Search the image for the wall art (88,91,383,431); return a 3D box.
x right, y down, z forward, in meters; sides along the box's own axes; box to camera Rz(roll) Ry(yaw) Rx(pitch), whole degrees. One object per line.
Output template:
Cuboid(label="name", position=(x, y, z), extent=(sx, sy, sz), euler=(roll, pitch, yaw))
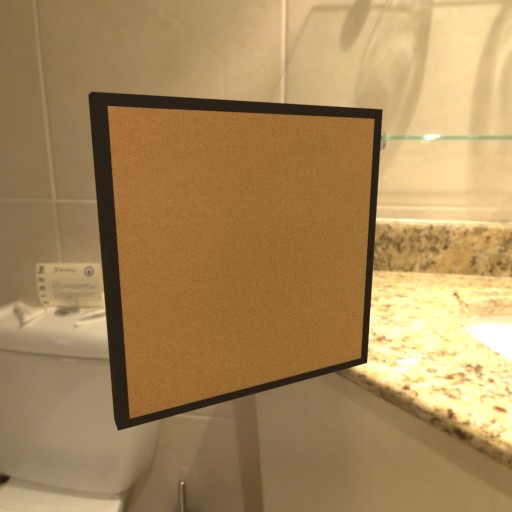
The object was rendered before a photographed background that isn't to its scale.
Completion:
Cuboid(label="wall art", position=(0.000, 0.000, 0.772), extent=(0.508, 0.507, 0.033), euler=(-7, 14, -27))
